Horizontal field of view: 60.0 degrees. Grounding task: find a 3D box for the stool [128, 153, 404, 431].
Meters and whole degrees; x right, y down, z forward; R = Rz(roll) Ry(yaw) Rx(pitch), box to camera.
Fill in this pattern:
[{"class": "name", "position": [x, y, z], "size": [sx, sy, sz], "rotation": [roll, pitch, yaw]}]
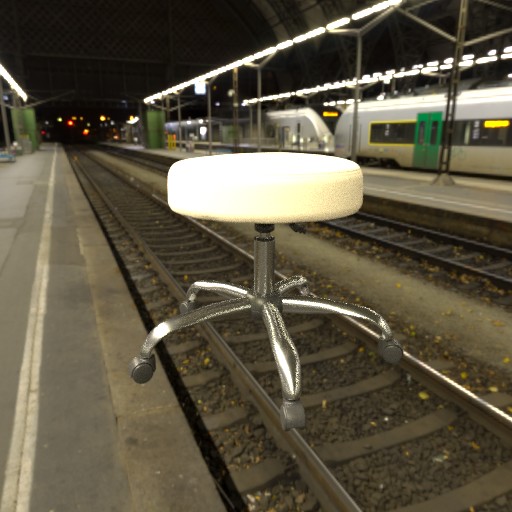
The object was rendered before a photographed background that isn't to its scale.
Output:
[{"class": "stool", "position": [0.000, 0.000, 1.064], "size": [0.634, 0.482, 0.614], "rotation": [-15, 21, -43]}]
